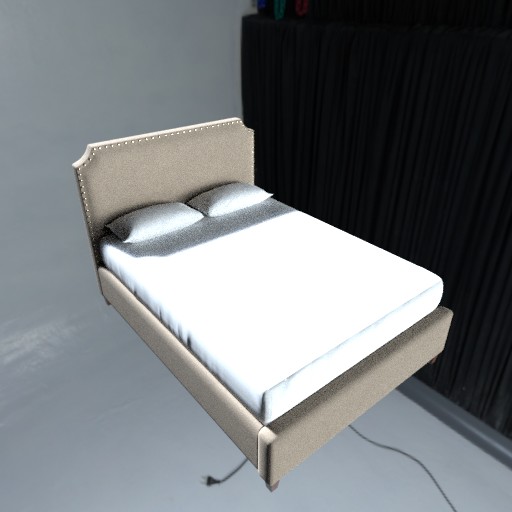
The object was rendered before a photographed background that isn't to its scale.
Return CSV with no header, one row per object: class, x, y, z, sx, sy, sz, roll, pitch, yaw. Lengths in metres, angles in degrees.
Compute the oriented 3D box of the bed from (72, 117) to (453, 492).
bed,0.000,0.000,3.298,1.703,1.415,2.329,-22,37,-33
